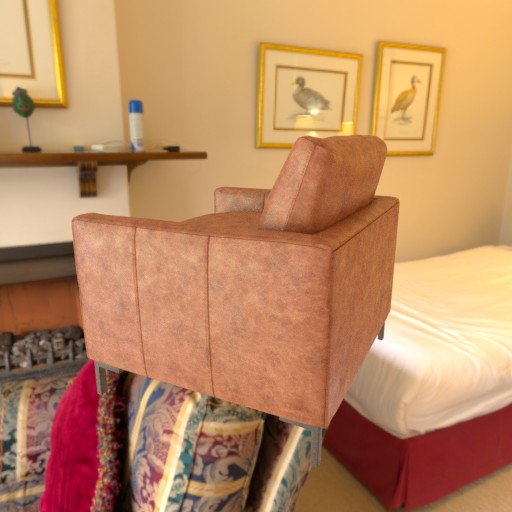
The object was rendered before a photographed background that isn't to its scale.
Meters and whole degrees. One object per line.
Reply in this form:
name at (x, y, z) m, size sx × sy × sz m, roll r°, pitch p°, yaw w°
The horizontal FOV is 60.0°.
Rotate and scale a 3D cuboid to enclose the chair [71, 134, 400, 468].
chair at (0.000, 0.000, 1.646) m, size 0.862 × 0.869 × 0.967 m, roll 7°, pitch 17°, yaw 26°
